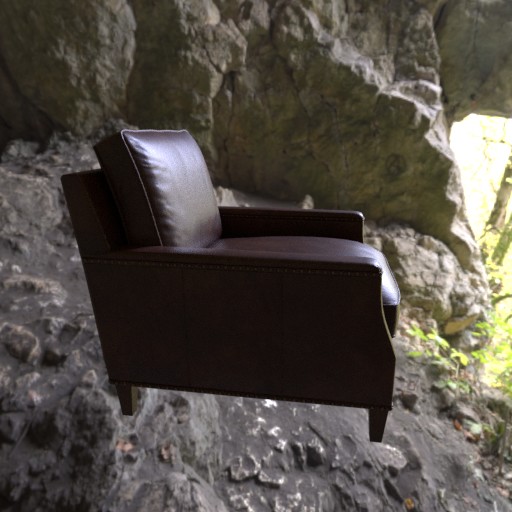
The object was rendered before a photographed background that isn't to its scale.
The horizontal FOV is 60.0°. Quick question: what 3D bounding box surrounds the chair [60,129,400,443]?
[{"bbox_3d":[0.000,0.000,1.687,1.014,0.929,0.853,3,16,9],"label":"chair"}]
